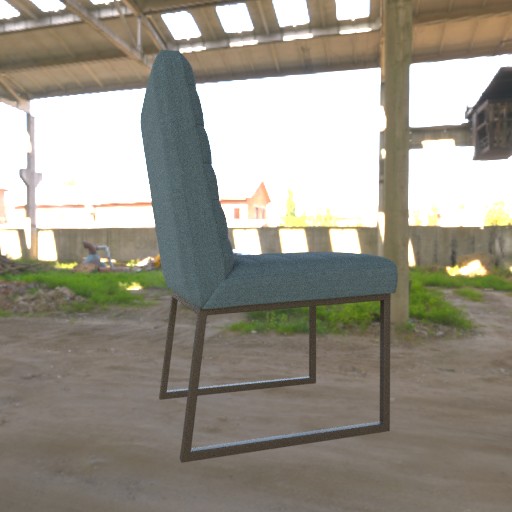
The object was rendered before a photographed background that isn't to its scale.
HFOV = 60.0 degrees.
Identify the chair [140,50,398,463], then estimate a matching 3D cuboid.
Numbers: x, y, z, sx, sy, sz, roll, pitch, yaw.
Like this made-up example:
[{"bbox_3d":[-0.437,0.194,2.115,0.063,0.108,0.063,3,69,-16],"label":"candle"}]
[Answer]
[{"bbox_3d":[0.000,0.000,1.298,0.634,0.930,0.520,0,1,-18],"label":"chair"}]
